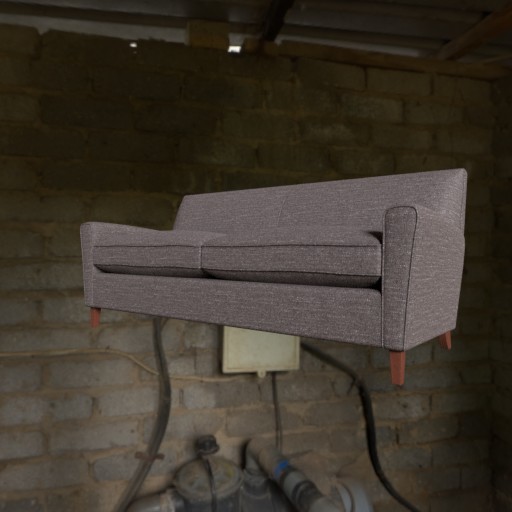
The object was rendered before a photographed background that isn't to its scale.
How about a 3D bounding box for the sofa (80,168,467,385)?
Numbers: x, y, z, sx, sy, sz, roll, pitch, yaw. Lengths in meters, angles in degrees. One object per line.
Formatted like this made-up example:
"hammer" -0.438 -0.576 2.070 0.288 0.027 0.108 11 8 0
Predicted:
"sofa" 0.000 0.000 2.374 1.976 0.846 0.875 1 1 37
